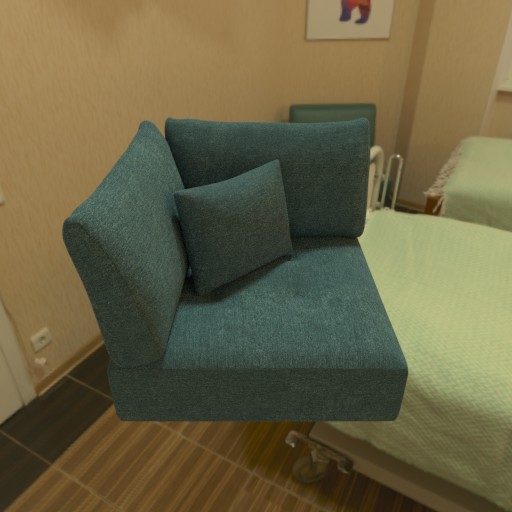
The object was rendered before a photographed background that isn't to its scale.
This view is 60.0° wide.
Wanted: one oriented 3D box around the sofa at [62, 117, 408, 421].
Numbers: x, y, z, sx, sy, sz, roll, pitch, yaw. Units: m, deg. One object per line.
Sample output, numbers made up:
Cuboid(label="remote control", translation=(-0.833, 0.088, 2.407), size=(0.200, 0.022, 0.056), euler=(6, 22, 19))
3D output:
Cuboid(label="sofa", translation=(0.000, 0.000, 1.718), size=(1.000, 0.820, 1.000), euler=(0, 32, 0))
